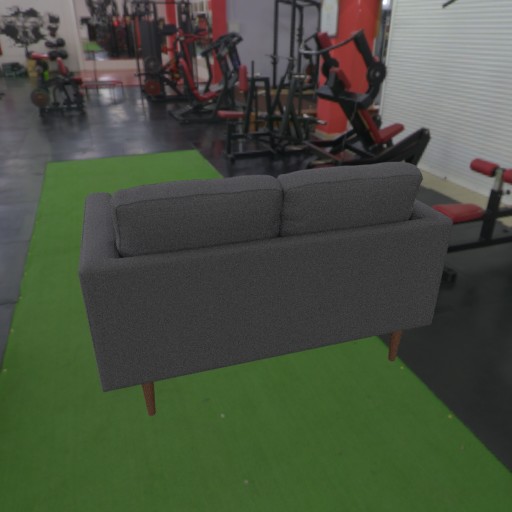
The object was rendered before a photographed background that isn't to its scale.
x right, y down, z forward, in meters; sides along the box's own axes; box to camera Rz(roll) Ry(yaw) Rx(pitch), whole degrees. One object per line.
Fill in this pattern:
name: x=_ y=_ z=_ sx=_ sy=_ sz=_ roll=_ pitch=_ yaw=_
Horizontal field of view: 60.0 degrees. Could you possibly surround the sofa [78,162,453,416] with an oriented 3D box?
sofa: x=0.000 y=0.000 z=2.022 sx=1.430 sy=0.908 sz=0.796 roll=-8 pitch=28 yaw=-15
